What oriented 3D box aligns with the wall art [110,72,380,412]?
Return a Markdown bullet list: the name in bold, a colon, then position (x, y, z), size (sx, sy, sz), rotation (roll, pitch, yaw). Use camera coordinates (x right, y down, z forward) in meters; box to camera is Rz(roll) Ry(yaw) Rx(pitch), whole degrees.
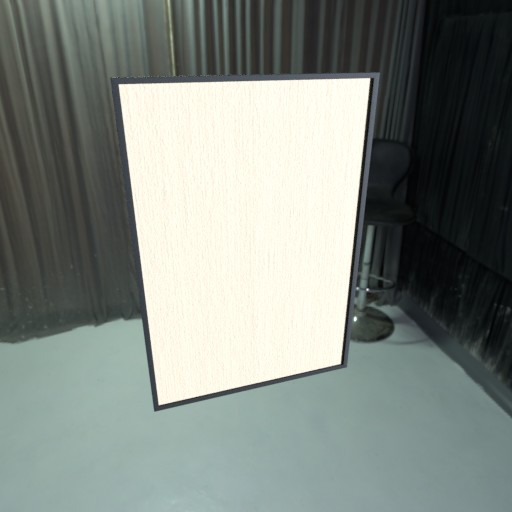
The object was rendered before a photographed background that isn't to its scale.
- **wall art**: position (0.000, 0.000, 0.866), size (0.457, 0.657, 0.013), rotation (-8, 27, -16)
